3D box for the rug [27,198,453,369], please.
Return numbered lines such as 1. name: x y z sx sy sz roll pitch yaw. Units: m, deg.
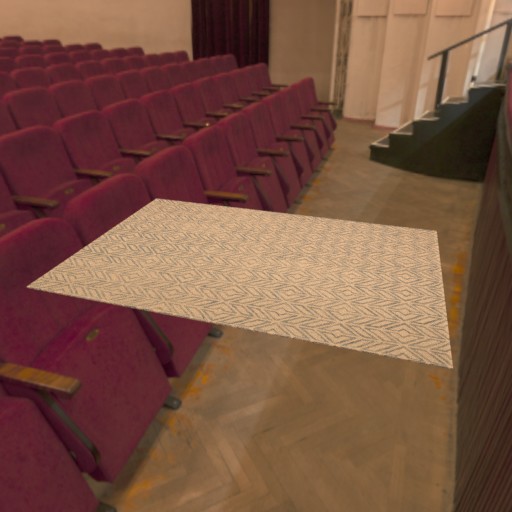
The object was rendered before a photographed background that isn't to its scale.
1. rug: 0.000 0.000 2.307 1.824 0.008 1.220 8 29 15
